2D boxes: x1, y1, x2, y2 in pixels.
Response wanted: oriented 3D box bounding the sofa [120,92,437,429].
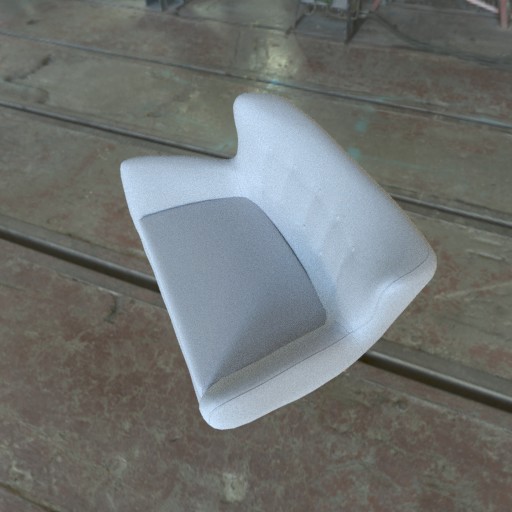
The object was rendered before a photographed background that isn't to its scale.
[{"bbox_3d":[0.000,0.000,2.015,0.921,0.878,1.424,-17,49,-16],"label":"sofa"}]
